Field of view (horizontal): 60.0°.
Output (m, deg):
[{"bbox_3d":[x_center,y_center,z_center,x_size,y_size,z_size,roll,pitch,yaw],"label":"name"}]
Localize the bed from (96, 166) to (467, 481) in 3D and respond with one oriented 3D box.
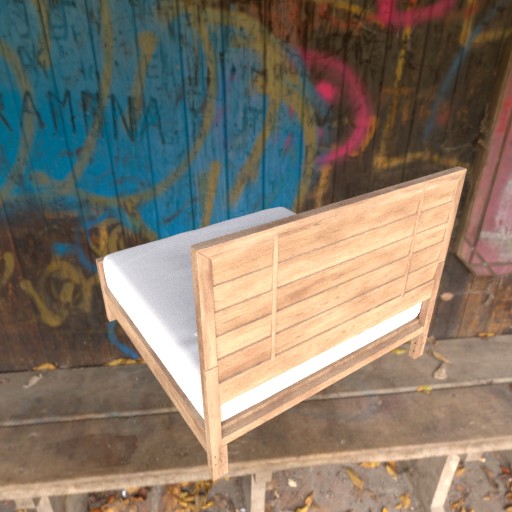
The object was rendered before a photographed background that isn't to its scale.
[{"bbox_3d":[0.000,0.000,3.582,2.032,1.626,2.032,-19,34,-30],"label":"bed"}]
